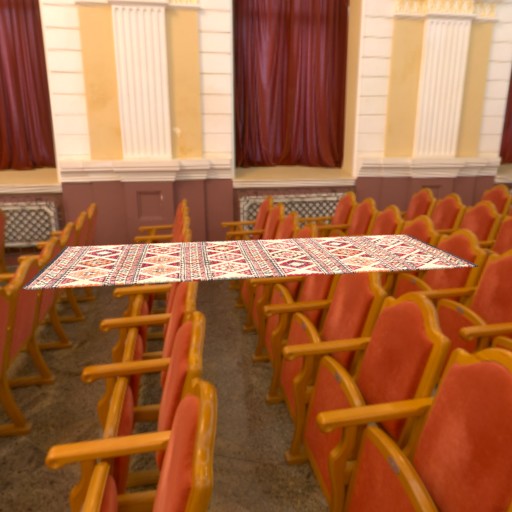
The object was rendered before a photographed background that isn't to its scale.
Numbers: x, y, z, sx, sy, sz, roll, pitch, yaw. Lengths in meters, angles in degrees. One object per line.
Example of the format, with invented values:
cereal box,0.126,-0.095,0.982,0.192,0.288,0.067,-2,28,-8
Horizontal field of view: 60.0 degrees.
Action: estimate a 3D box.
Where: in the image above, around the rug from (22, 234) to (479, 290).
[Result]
rug,0.000,0.000,2.649,2.362,0.008,0.832,-2,15,-9
